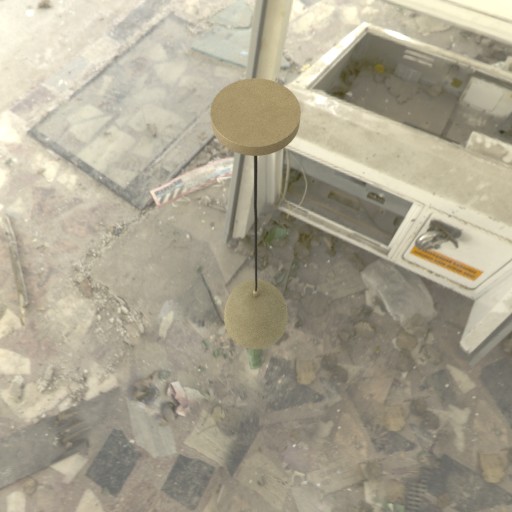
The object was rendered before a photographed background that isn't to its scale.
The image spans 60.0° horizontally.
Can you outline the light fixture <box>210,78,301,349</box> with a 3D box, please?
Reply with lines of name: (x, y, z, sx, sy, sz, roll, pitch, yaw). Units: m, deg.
light fixture: (0.000, 0.000, 0.853, 0.170, 0.759, 0.170, -32, 68, -14)
